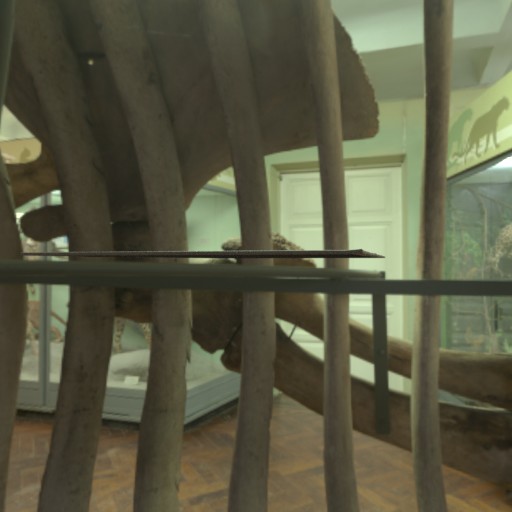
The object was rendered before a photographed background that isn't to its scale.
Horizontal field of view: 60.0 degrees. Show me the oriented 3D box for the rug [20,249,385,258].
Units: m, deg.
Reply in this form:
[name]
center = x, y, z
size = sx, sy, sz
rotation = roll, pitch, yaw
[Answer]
[rug]
center = 0.000, 0.000, 2.875
size = 1.540, 0.021, 2.290
rotation = 0, -1, 18
